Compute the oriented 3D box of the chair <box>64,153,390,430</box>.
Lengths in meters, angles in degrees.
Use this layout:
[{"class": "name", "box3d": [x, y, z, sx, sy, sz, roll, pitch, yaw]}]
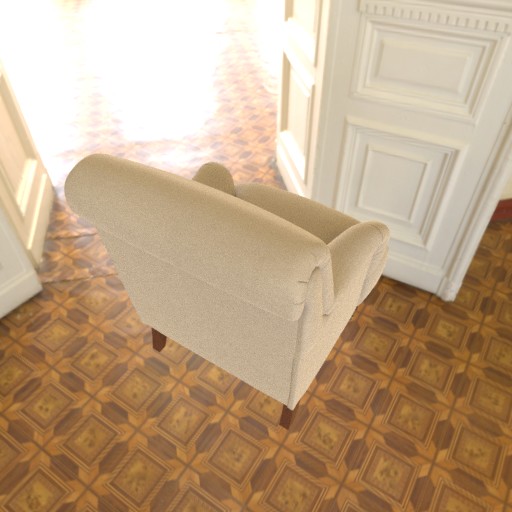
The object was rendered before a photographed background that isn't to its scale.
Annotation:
[{"class": "chair", "box3d": [0.000, 0.000, 1.576, 0.766, 0.942, 0.842, 24, 49, 23]}]
